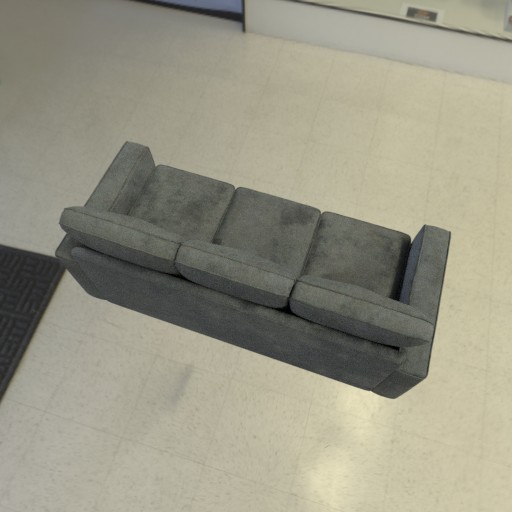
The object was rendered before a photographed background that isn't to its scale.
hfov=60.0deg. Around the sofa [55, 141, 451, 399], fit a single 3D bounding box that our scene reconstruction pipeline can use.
[{"bbox_3d":[0.000,0.000,2.698,2.133,0.965,0.939,17,63,9],"label":"sofa"}]
